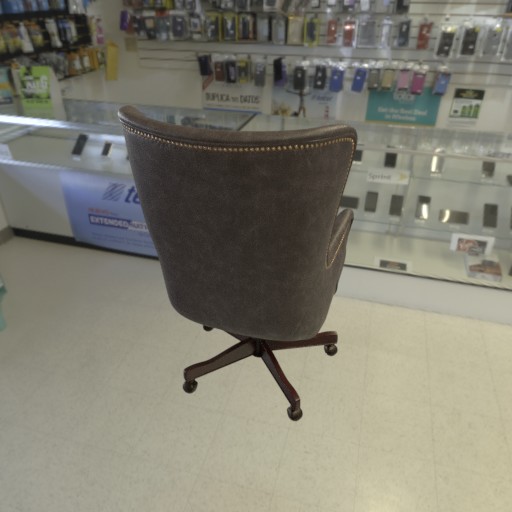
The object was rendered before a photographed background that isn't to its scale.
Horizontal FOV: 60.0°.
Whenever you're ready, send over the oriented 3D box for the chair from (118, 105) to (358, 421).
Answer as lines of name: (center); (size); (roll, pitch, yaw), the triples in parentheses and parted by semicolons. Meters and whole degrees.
chair: (0.000, 0.000, 1.463); (0.594, 1.037, 0.717); (10, 33, 15)
